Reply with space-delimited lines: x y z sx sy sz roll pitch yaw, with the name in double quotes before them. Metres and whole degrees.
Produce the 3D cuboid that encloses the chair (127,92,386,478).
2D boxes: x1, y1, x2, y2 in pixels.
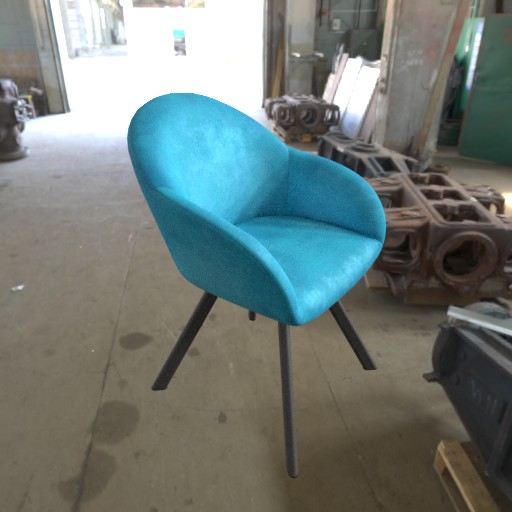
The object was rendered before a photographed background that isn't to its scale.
"chair" 0.000 0.000 1.190 0.590 0.795 0.550 18 32 32
